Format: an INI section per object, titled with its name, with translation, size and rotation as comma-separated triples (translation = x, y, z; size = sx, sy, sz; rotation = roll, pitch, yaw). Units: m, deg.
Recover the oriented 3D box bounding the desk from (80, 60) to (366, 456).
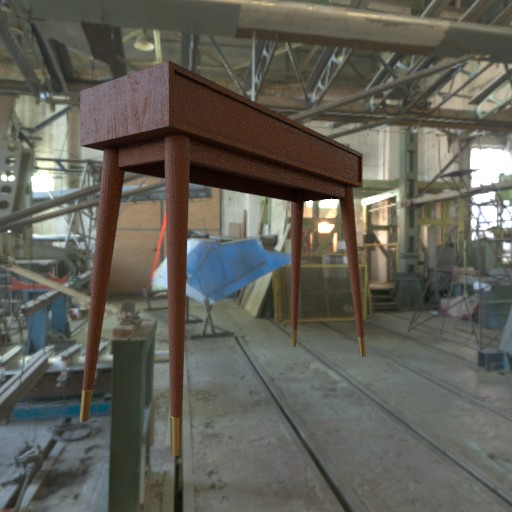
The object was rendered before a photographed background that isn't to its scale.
[desk]
translation = 0.000, 0.000, 1.621
size = 0.384, 0.917, 1.204
rotation = 0, 1, 35
